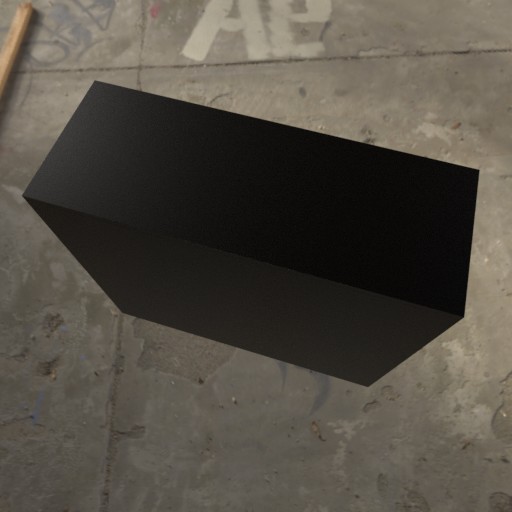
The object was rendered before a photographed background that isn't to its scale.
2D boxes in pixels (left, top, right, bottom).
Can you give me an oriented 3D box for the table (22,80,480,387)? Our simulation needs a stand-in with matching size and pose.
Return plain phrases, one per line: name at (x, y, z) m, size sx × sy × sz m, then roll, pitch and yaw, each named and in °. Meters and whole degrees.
table at (0.000, 0.000, 1.322) m, size 0.930 × 0.790 × 0.380 m, roll 15°, pitch 65°, yaw 7°
